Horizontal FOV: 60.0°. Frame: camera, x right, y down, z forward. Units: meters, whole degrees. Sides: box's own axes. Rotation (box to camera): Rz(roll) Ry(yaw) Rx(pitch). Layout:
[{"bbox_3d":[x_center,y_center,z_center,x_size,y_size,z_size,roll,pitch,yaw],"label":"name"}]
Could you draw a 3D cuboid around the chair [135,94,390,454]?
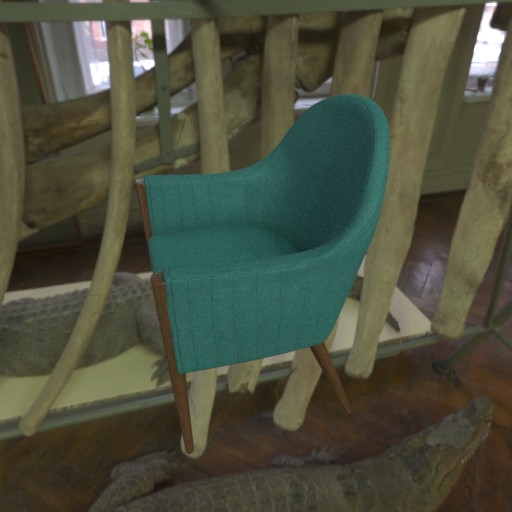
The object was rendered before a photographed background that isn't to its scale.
[{"bbox_3d":[0.000,0.000,1.369,0.652,0.907,0.656,-9,33,-14],"label":"chair"}]
